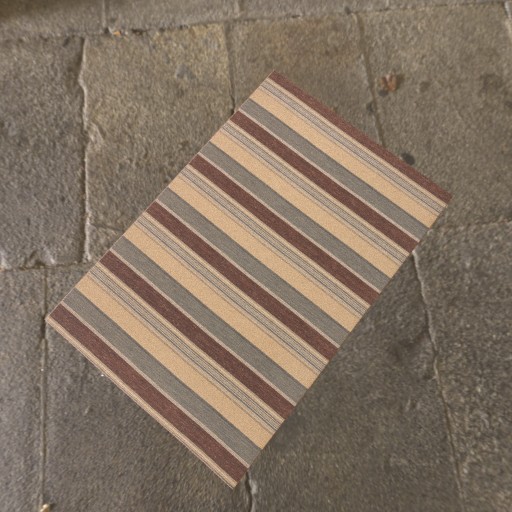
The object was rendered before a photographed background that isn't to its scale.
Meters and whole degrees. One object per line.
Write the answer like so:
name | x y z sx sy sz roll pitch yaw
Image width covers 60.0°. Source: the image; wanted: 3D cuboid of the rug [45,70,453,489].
rug | 0.000 0.000 2.274 1.219 0.008 1.829 38 79 9
